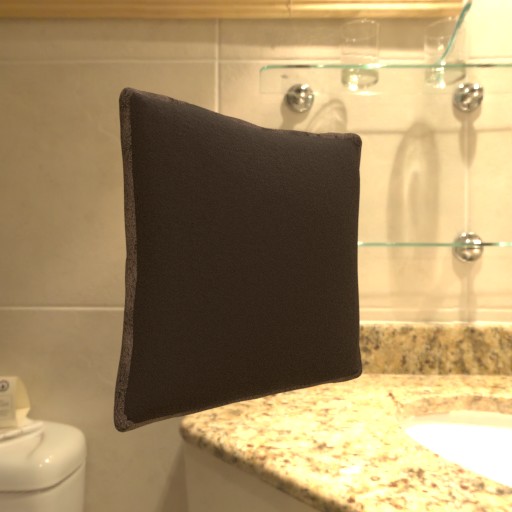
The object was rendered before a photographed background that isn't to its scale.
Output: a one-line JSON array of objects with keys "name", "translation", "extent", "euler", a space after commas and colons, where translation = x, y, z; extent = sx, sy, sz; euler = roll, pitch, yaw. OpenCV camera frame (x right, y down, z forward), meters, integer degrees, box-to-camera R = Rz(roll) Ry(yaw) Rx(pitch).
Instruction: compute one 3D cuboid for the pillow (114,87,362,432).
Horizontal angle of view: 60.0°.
[{"name": "pillow", "translation": [0.000, 0.000, 0.802], "extent": [0.522, 0.520, 0.204], "euler": [0, -1, -36]}]
